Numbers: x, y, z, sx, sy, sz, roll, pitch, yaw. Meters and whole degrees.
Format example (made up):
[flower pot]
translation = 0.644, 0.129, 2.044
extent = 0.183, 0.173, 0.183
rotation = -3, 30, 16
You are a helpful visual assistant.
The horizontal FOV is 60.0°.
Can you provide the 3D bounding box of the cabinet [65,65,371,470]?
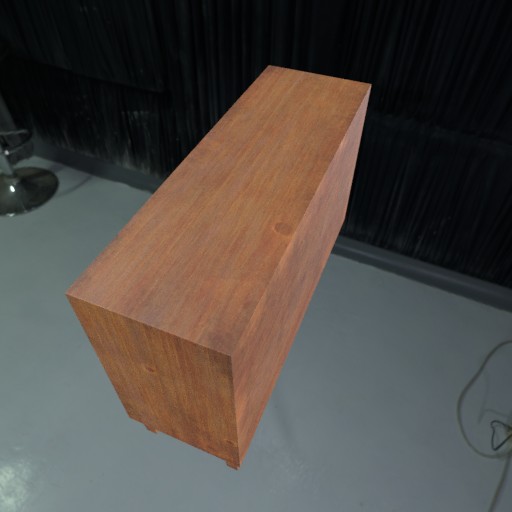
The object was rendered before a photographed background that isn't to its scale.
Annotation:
[cabinet]
translation = 0.000, 0.000, 1.584
extent = 0.403, 0.805, 1.204
rotation = 17, 50, 15
